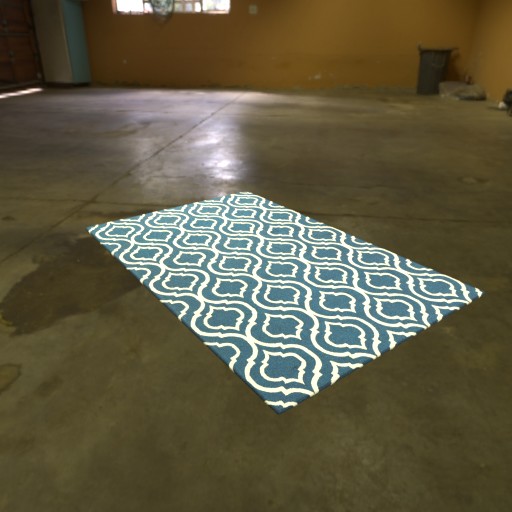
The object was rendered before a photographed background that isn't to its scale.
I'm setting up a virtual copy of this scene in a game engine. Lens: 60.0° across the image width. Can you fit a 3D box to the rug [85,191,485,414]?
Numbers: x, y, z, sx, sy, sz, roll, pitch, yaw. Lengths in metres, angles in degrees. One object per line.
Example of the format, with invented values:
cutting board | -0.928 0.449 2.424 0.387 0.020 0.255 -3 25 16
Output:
rug | 0.000 0.000 2.218 1.143 0.010 1.753 -18 31 -32
